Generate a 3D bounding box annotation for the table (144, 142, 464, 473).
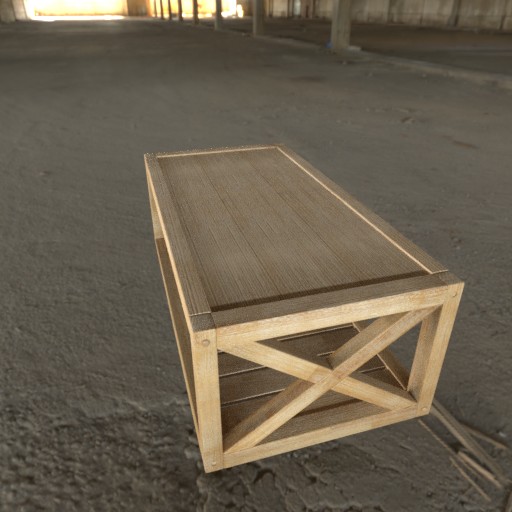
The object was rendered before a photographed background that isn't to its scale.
[{"bbox_3d":[0.000,0.000,1.640,0.660,0.457,1.321,-8,31,-14],"label":"table"}]
